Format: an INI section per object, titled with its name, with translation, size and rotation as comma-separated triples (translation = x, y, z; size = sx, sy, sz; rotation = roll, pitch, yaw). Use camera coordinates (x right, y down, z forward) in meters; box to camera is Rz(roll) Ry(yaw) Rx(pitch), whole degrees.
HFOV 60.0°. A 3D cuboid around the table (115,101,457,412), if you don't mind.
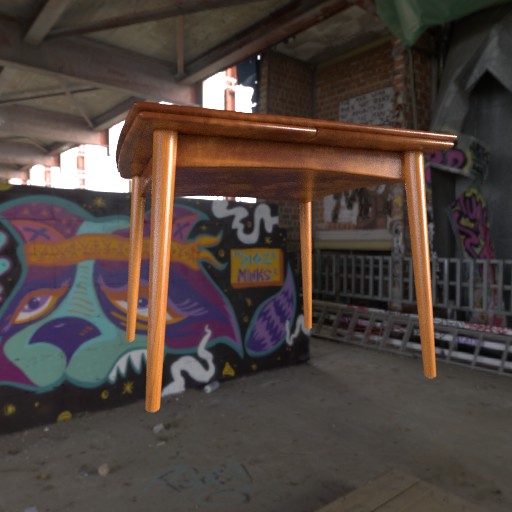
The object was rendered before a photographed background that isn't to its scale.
[table]
translation = 0.000, 0.000, 1.653
size = 0.991, 0.754, 0.991
rotation = 0, 1, -19
